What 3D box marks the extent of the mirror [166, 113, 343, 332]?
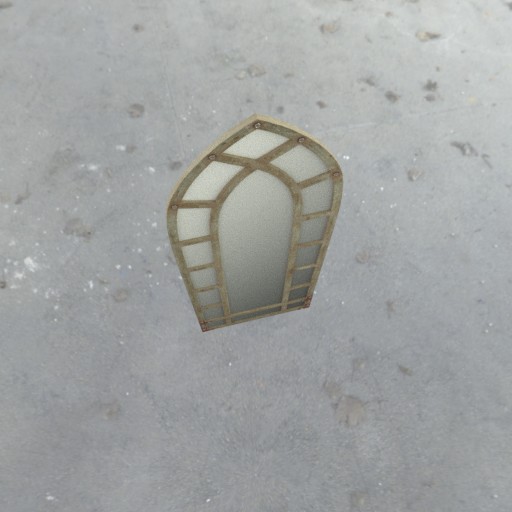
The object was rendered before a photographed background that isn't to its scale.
[{"bbox_3d":[0.000,0.000,1.348,0.464,1.175,0.025,-12,64,-6],"label":"mirror"}]
